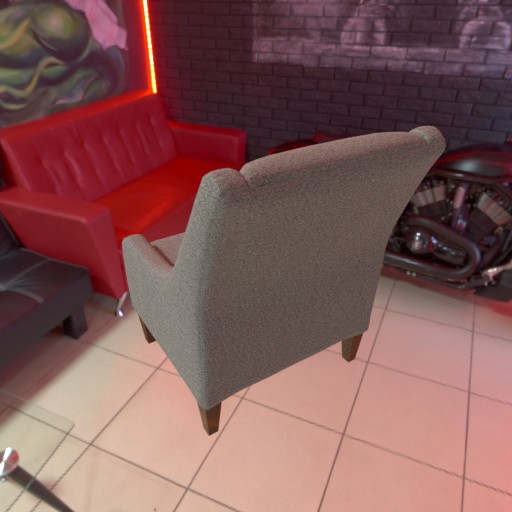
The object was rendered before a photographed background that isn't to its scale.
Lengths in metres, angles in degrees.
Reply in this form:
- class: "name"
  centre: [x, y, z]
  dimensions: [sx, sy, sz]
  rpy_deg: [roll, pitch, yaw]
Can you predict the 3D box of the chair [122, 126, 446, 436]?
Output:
- class: "chair"
  centre: [0.000, 0.000, 1.636]
  dimensions: [0.774, 1.016, 0.870]
  rpy_deg: [-18, 35, -28]
